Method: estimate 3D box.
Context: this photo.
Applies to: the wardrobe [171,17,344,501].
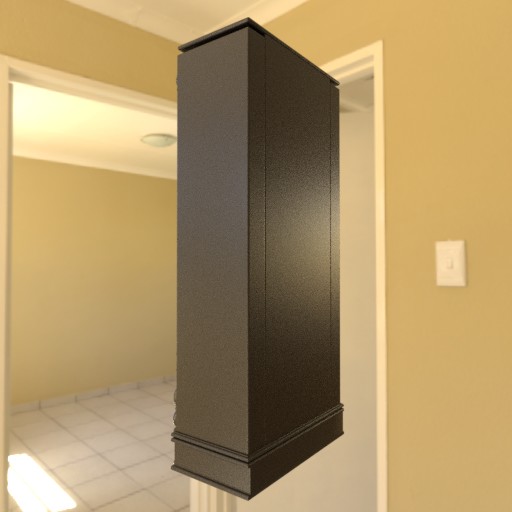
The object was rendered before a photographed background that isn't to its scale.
[{"bbox_3d":[0.000,0.000,1.180,0.295,1.011,0.444,-1,-1,37],"label":"wardrobe"}]
